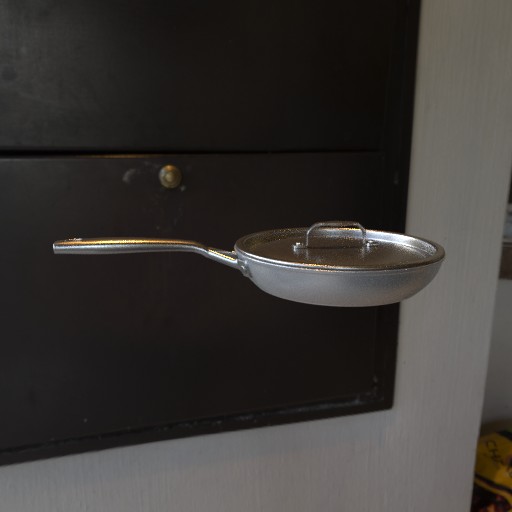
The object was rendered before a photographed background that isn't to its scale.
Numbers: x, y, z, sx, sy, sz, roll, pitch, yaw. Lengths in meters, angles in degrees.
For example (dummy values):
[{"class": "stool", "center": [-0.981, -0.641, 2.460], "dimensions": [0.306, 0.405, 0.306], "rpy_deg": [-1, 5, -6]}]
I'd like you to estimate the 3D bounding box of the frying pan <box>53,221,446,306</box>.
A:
[{"class": "frying pan", "center": [0.000, 0.000, 0.580], "dimensions": [0.490, 0.086, 0.272], "rpy_deg": [-2, 13, -9]}]
